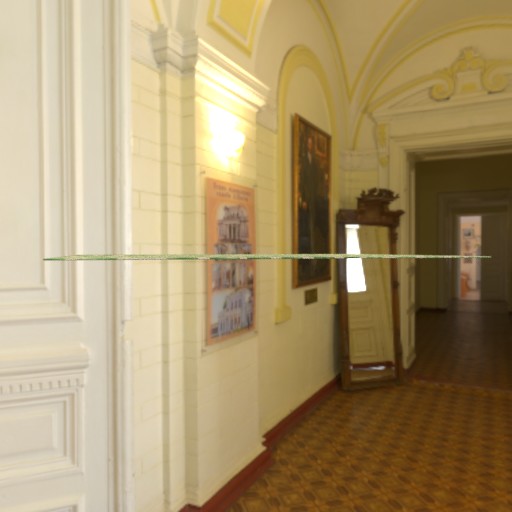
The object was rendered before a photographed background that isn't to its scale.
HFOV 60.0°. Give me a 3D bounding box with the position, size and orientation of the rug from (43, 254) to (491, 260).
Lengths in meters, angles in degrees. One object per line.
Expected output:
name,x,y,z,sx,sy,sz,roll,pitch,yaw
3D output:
rug,0.000,0.000,2.291,1.826,0.006,1.220,0,1,-17
